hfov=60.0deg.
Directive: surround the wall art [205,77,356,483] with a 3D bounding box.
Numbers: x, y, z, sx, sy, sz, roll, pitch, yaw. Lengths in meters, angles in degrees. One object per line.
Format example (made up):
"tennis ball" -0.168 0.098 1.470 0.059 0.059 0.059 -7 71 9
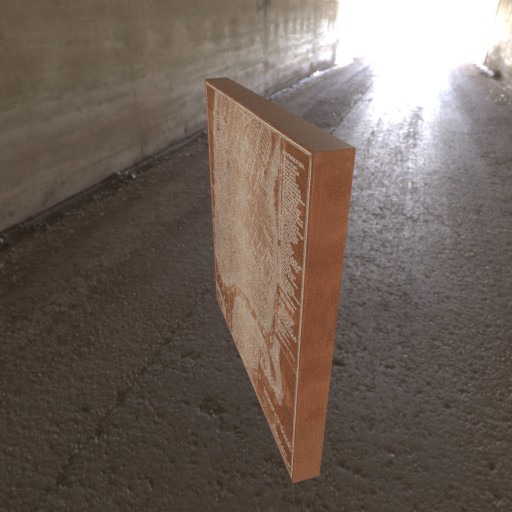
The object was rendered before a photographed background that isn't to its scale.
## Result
"wall art" 0.000 0.000 0.603 0.035 0.403 0.403 -9 31 -15
